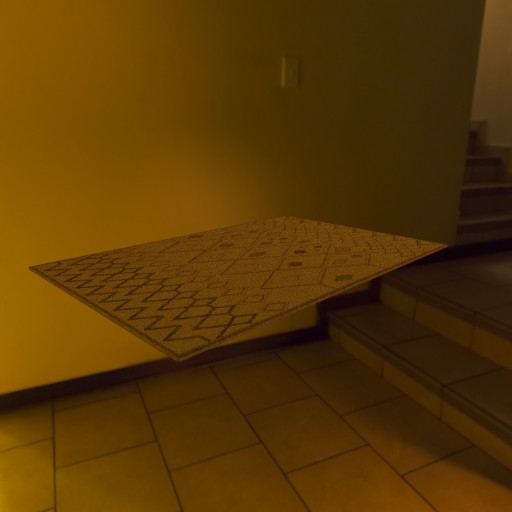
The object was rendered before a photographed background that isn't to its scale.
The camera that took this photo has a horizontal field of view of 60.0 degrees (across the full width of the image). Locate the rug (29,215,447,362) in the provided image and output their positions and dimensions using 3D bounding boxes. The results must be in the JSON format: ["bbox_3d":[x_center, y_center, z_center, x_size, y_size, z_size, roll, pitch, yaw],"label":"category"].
[{"bbox_3d":[0.000,0.000,2.298,1.829,0.016,1.219,-15,22,-42],"label":"rug"}]
